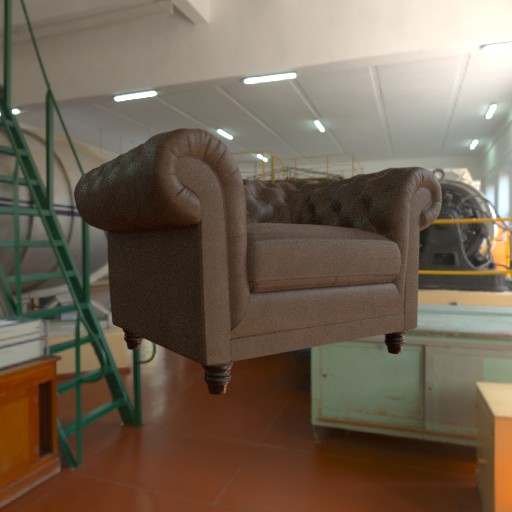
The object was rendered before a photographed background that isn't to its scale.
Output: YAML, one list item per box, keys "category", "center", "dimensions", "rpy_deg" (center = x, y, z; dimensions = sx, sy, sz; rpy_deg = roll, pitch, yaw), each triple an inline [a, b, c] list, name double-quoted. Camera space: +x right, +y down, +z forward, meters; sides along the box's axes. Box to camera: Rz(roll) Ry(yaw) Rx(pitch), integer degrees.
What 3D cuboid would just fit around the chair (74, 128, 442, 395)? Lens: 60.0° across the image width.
- category: "chair"
  center: [0.000, 0.000, 1.872]
  dimensions: [1.298, 0.784, 0.954]
  rpy_deg: [-1, 2, -36]
